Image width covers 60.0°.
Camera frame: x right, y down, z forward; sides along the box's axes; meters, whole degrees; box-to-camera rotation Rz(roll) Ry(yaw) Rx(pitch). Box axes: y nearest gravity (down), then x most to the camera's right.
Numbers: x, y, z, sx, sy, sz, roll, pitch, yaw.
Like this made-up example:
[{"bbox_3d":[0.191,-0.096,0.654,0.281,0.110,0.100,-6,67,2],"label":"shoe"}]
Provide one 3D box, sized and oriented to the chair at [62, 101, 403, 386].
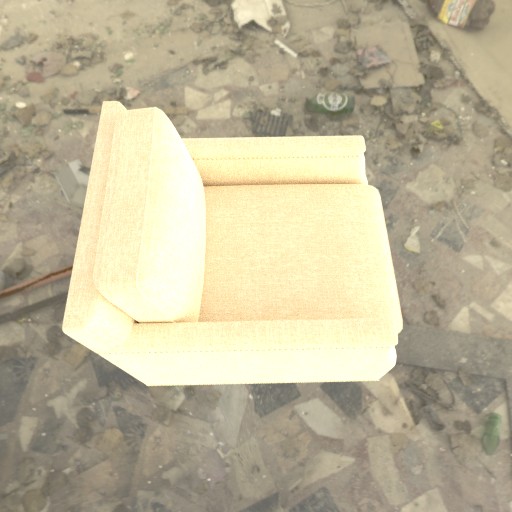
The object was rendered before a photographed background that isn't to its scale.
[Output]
[{"bbox_3d":[0.000,0.000,1.716,1.041,0.940,0.838,-1,63,-1],"label":"chair"}]
